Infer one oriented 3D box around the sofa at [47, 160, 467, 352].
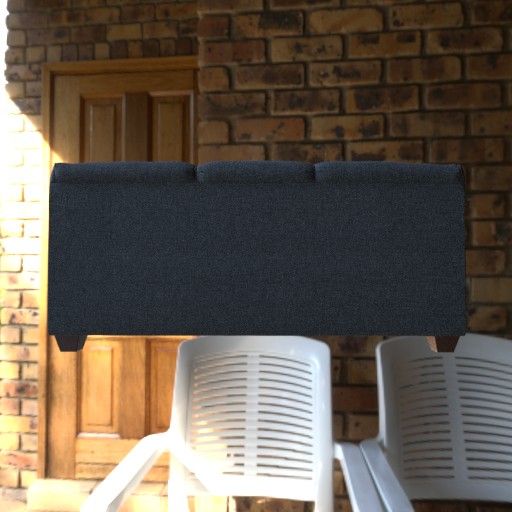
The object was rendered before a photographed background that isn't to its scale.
[{"bbox_3d":[0.000,0.000,2.597,2.024,0.958,0.997,0,-2,0],"label":"sofa"}]
